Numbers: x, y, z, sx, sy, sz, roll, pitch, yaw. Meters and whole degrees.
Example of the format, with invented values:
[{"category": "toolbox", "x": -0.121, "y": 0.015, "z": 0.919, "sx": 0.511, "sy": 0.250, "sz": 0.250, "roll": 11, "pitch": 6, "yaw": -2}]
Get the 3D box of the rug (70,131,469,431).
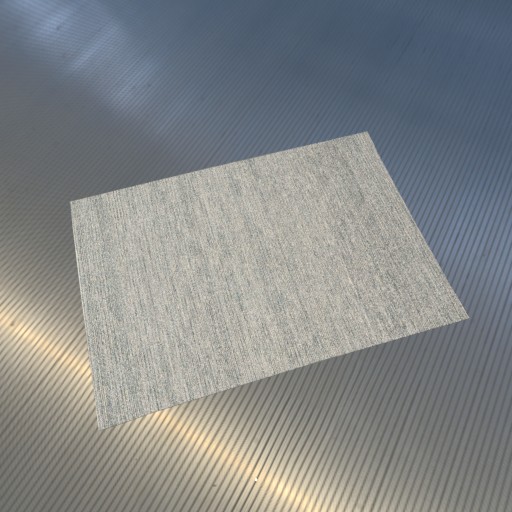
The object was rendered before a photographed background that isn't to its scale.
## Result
[{"category": "rug", "x": 0.000, "y": 0.000, "z": 2.996, "sx": 2.338, "sy": 0.030, "sz": 1.616, "roll": -15, "pitch": 64, "yaw": -7}]
